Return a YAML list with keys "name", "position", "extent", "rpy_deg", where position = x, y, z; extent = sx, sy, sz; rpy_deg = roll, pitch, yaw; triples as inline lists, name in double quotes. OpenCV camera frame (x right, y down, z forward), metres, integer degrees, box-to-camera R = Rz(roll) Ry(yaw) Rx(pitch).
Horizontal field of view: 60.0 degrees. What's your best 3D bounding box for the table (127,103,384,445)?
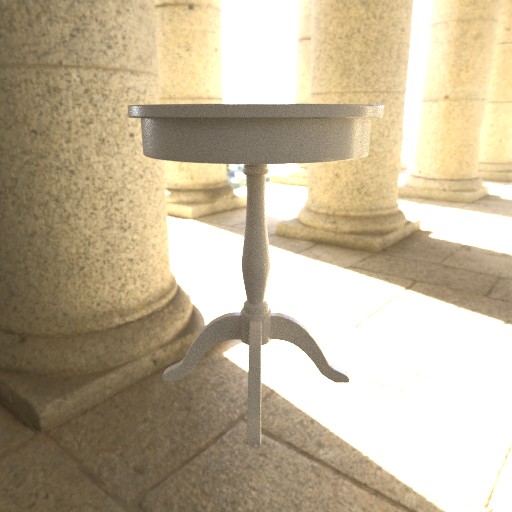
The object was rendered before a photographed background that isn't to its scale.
- name: "table"
  position: [0.000, 0.000, 1.017]
  extent: [0.513, 0.653, 0.513]
  rpy_deg: [0, 18, 0]
